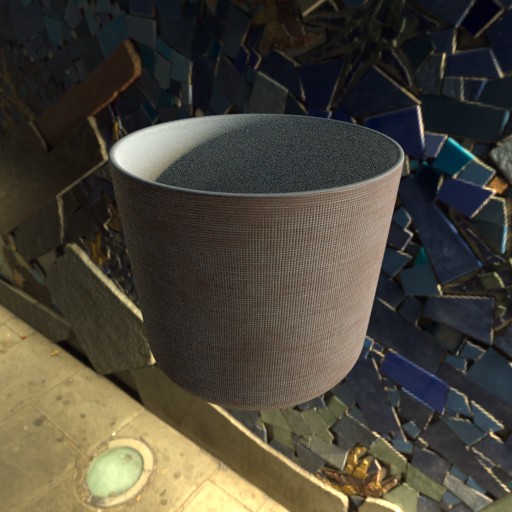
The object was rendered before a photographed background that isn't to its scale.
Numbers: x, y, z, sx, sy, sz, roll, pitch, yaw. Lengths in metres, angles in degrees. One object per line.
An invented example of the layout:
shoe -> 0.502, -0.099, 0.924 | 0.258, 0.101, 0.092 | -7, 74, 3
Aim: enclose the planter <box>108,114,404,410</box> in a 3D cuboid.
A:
planter -> 0.000, 0.000, 0.780 | 0.440, 0.398, 0.440 | 0, 29, 0
